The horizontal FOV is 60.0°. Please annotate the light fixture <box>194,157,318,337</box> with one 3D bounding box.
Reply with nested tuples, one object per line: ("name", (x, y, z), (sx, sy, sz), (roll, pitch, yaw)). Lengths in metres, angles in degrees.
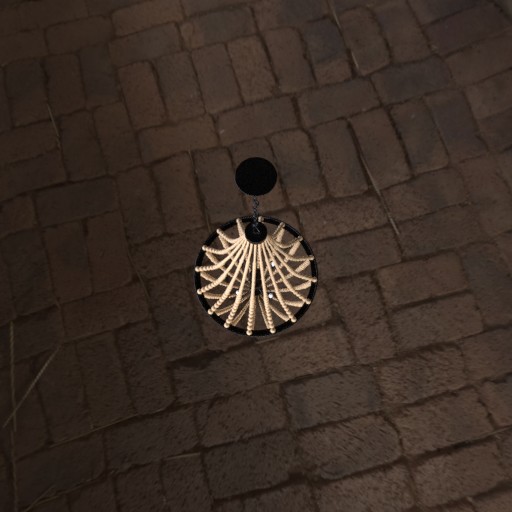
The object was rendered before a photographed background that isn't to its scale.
("light fixture", (0.000, 0.000, 1.362), (0.450, 1.133, 0.450), (0, 75, 0))
